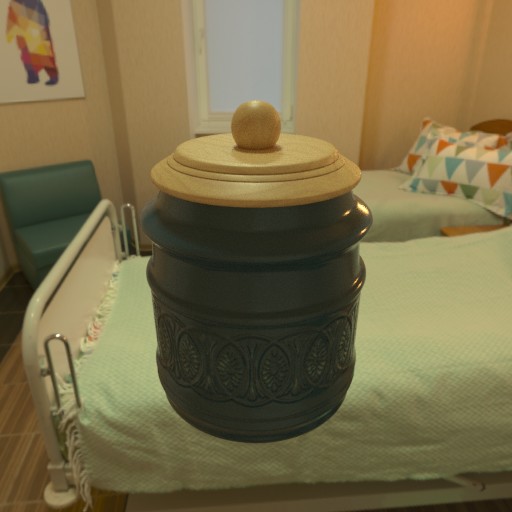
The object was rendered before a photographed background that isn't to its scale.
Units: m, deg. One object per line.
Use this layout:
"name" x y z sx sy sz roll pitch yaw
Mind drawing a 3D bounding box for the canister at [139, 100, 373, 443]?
"canister" 0.000 0.000 0.265 0.130 0.176 0.130 0 26 0
